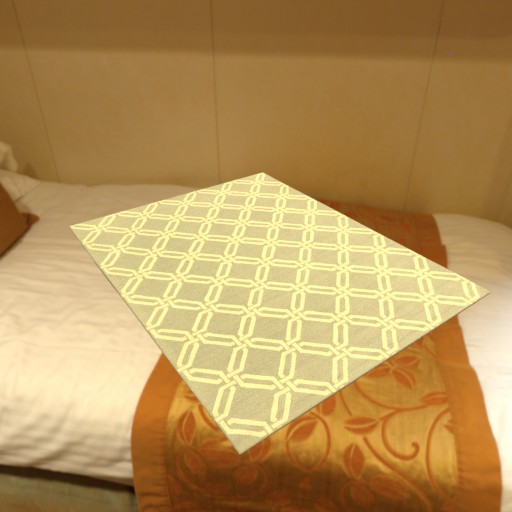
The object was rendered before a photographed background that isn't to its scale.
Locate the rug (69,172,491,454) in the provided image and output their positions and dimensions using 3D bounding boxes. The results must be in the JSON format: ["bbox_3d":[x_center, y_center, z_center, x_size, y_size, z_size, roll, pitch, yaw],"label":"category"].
[{"bbox_3d":[0.000,0.000,3.770,2.288,0.018,2.895,-21,38,-29],"label":"rug"}]
